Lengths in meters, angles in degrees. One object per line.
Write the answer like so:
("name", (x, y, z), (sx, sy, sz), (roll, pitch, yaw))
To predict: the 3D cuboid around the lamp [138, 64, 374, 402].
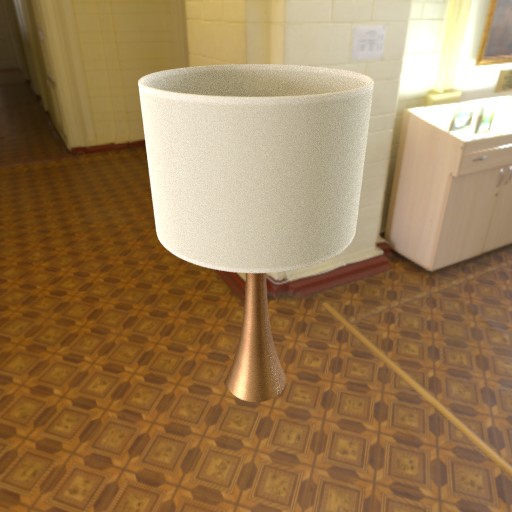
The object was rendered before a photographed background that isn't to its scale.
("lamp", (0.000, 0.000, 0.634), (0.268, 0.479, 0.268), (9, 30, 15))
